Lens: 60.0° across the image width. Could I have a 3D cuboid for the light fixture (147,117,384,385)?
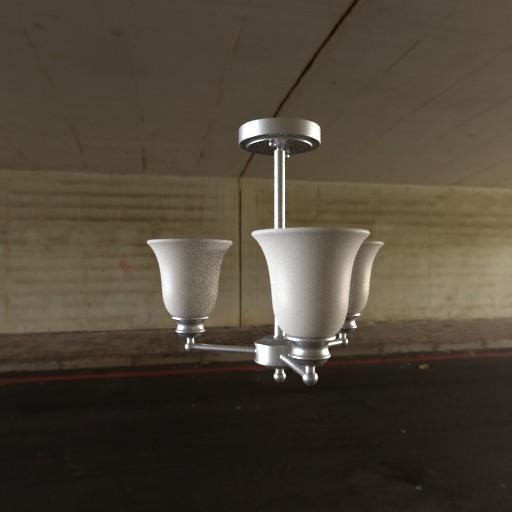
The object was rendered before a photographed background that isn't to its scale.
[{"bbox_3d":[0.000,0.000,0.665,0.354,0.370,0.388,0,-1,19],"label":"light fixture"}]
